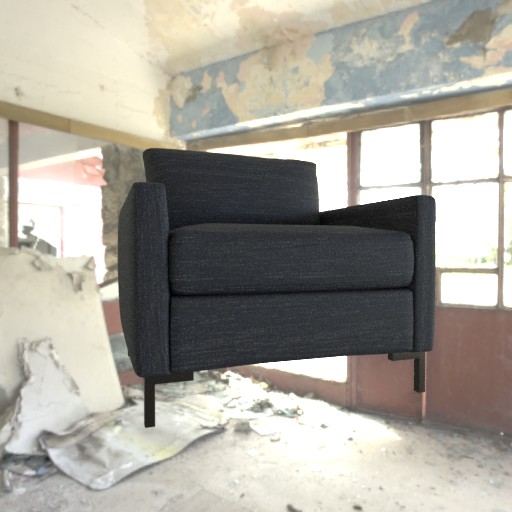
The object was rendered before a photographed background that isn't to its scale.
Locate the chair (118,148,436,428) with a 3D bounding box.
[{"bbox_3d":[0.000,0.000,1.644,0.963,0.861,0.866,0,1,-19],"label":"chair"}]
